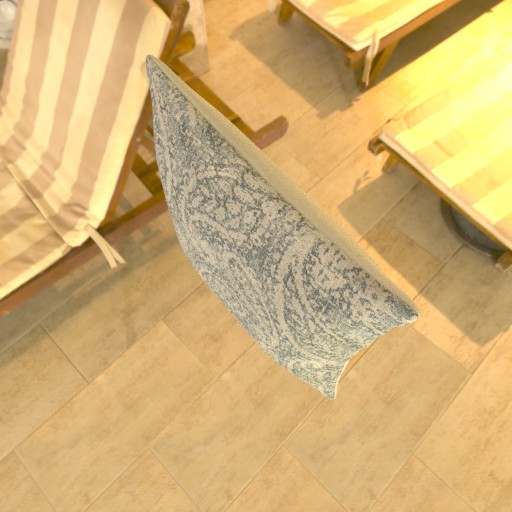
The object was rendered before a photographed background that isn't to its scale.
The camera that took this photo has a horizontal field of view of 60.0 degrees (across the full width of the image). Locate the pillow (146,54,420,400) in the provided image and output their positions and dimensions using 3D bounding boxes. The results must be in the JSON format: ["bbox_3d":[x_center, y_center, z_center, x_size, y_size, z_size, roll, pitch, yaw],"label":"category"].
[{"bbox_3d":[0.000,0.000,0.776,0.166,0.510,0.523,-36,69,-17],"label":"pillow"}]
